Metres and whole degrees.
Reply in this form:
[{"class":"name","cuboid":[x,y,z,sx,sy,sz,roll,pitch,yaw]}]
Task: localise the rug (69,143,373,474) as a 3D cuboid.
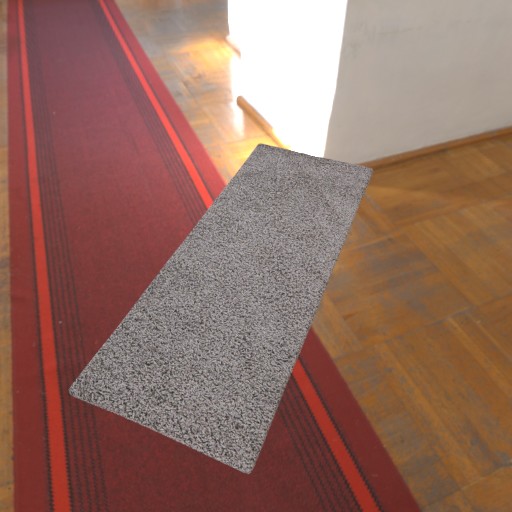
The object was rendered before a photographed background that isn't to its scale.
[{"class":"rug","cuboid":[0.000,0.000,1.761,0.609,0.030,1.524,17,48,16]}]
